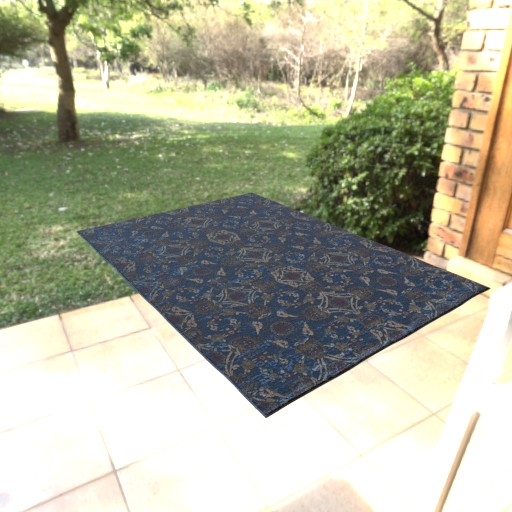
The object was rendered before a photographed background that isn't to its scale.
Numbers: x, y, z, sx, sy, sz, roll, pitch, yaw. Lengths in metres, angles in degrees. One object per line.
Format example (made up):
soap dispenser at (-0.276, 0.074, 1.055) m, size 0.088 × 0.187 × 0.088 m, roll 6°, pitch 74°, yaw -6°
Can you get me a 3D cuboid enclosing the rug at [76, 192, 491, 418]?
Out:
rug at (0.000, 0.000, 2.803) m, size 1.567 × 0.014 × 2.207 m, roll -18°, pitch 31°, yaw -33°
